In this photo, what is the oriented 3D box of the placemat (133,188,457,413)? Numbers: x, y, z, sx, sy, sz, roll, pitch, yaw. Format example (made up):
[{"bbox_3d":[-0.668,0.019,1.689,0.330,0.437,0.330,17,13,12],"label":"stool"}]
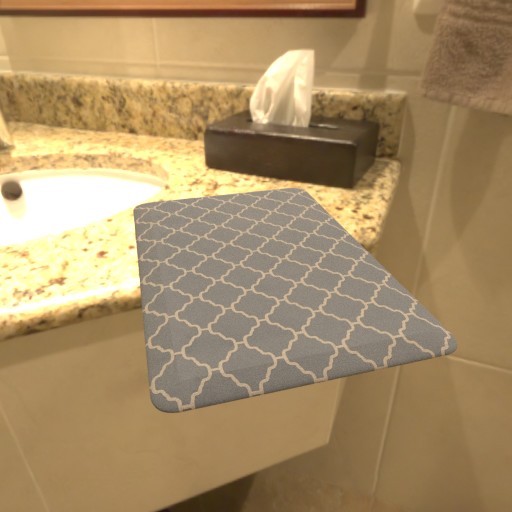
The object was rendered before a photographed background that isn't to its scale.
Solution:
[{"bbox_3d":[0.000,0.000,0.982,0.508,0.021,0.762,-8,31,-13],"label":"placemat"}]
